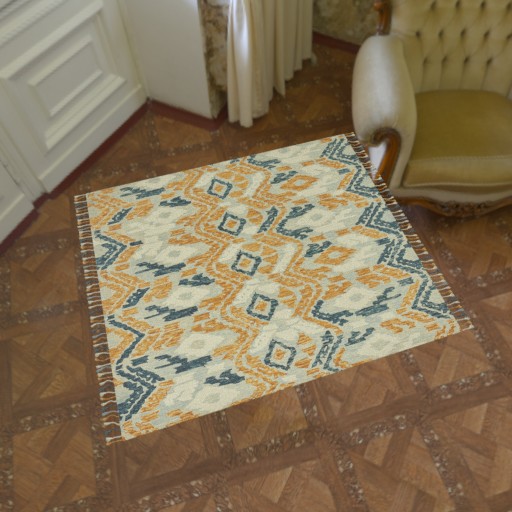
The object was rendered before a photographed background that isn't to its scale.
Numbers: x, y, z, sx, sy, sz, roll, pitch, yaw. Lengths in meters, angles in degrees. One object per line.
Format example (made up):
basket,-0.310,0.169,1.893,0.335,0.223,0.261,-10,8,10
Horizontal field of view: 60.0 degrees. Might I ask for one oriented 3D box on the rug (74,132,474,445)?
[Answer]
rug,0.000,0.000,4.057,3.048,0.010,2.439,-15,59,-9
